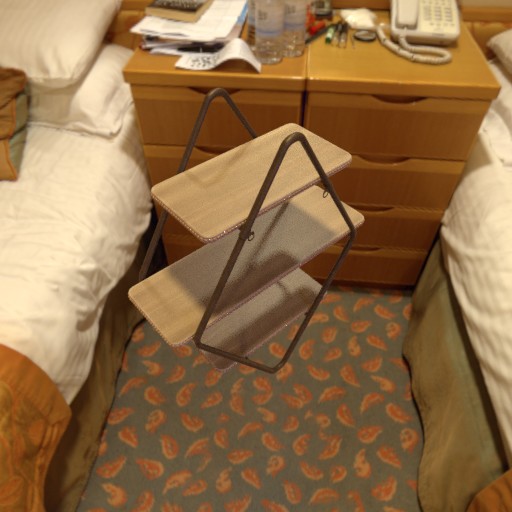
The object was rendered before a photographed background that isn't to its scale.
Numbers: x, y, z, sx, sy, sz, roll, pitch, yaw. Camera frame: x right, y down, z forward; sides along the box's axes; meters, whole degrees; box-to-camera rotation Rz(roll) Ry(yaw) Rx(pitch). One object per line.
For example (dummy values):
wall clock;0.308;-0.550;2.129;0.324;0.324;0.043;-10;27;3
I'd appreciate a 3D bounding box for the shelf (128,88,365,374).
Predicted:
shelf;0.000;0.000;1.085;0.609;0.774;0.234;-32;54;-27
